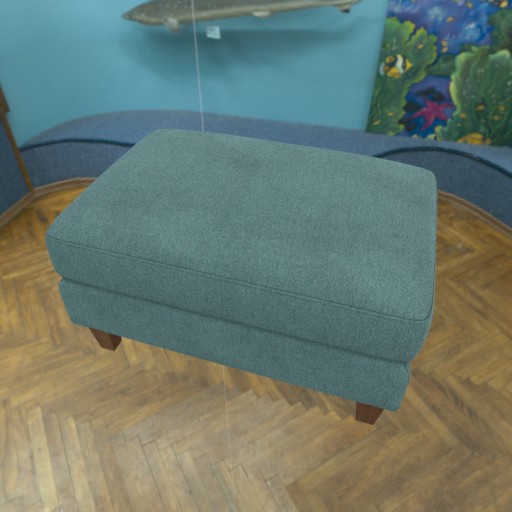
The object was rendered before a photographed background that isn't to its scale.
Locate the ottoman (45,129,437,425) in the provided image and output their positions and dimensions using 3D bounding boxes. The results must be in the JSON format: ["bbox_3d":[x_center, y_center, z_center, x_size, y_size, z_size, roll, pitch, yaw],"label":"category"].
[{"bbox_3d":[0.000,0.000,1.205,0.864,0.483,0.584,12,43,13],"label":"ottoman"}]
